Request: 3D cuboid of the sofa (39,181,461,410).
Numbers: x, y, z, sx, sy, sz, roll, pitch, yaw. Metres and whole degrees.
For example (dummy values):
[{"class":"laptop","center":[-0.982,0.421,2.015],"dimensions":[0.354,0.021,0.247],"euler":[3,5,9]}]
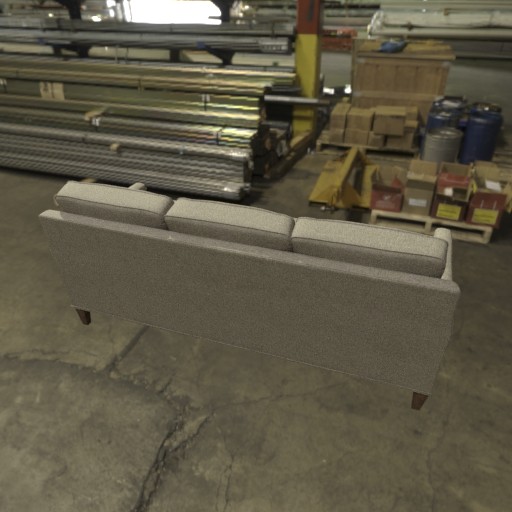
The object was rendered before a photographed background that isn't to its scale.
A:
[{"class":"sofa","center":[0.000,0.000,2.731],"dimensions":[2.246,1.003,1.084],"euler":[10,34,16]}]
